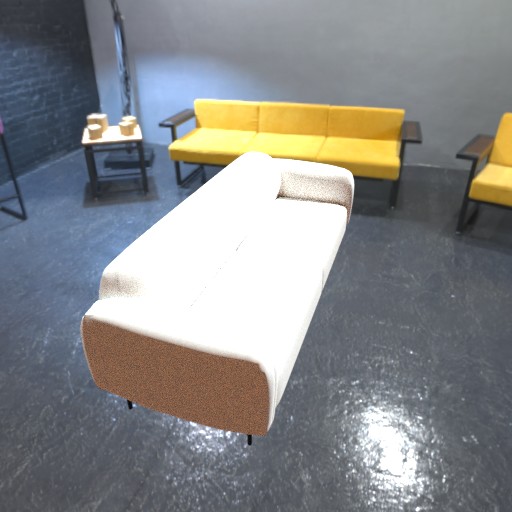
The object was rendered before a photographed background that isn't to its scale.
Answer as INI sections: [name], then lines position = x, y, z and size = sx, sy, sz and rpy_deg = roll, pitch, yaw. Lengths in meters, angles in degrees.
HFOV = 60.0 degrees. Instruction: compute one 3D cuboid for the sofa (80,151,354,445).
[sofa]
position = 0.000, 0.000, 2.717
size = 0.870, 0.780, 2.280
rpy_deg = 10, 31, 16
